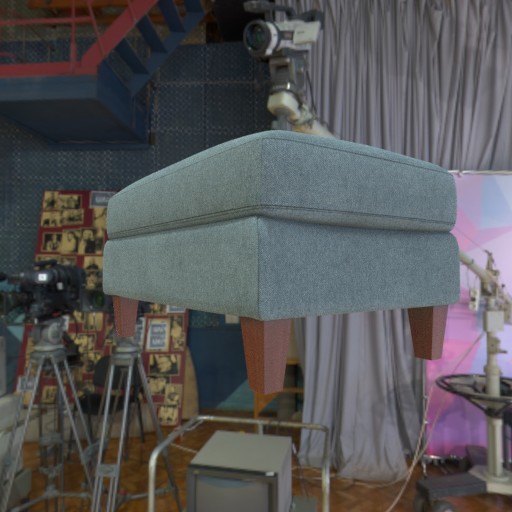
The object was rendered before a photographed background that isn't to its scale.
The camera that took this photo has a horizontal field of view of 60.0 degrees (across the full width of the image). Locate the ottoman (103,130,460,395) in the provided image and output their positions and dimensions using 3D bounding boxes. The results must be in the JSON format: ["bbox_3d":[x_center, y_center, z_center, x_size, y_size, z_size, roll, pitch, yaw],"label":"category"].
[{"bbox_3d":[0.000,0.000,1.200,0.584,0.483,0.864,1,-2,-35],"label":"ottoman"}]
